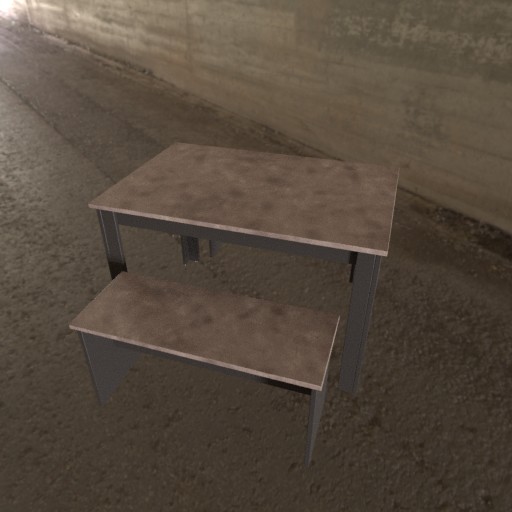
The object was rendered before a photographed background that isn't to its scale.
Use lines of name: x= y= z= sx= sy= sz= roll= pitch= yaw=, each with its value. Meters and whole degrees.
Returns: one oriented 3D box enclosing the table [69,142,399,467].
table: x=0.000 y=0.000 z=2.007 sx=1.100 sy=0.700 sz=1.443 roll=10 pitch=34 yaw=15
